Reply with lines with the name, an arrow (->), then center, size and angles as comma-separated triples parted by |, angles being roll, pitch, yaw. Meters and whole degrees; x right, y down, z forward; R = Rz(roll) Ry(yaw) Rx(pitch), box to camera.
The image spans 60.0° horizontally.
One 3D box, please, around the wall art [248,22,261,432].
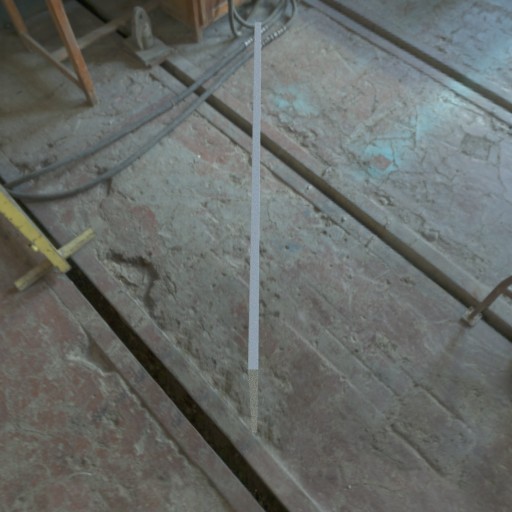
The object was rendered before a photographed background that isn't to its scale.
wall art -> 0.000, 0.000, 1.210 | 0.015, 0.812, 0.812 | 1, 62, 0
